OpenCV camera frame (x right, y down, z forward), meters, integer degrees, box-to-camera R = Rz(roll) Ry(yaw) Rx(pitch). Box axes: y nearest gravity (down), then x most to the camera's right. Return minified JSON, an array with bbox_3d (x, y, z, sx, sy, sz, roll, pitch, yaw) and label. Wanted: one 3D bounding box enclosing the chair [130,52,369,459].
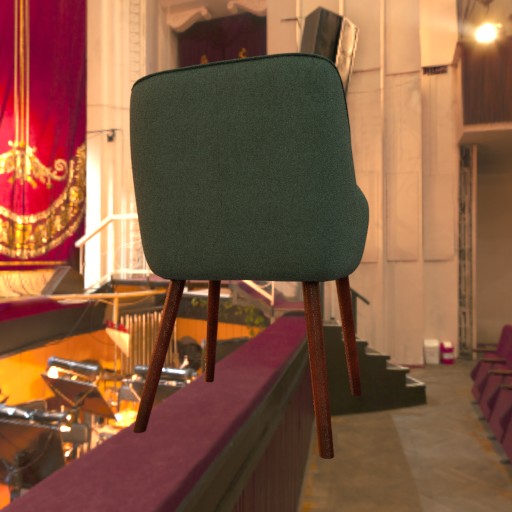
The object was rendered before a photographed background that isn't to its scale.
[{"bbox_3d":[0.000,0.000,1.148,0.543,0.803,0.519,0,-1,18],"label":"chair"}]
